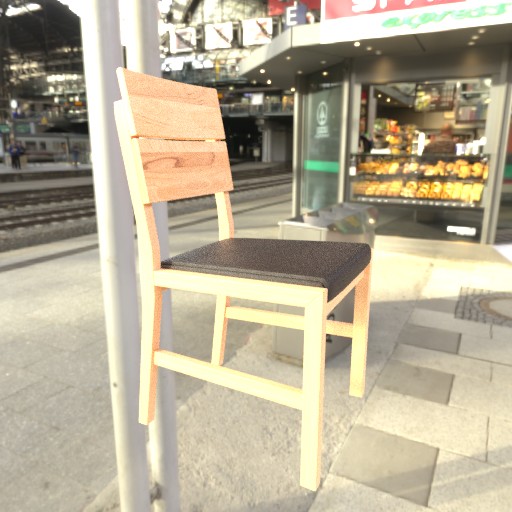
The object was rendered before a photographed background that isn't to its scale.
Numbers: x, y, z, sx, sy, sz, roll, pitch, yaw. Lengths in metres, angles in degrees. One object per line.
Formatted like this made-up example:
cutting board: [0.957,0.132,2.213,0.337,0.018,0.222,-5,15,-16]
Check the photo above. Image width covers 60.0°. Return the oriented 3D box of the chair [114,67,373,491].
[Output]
chair: [0.000,0.000,1.228,0.560,0.950,0.475,7,15,26]
